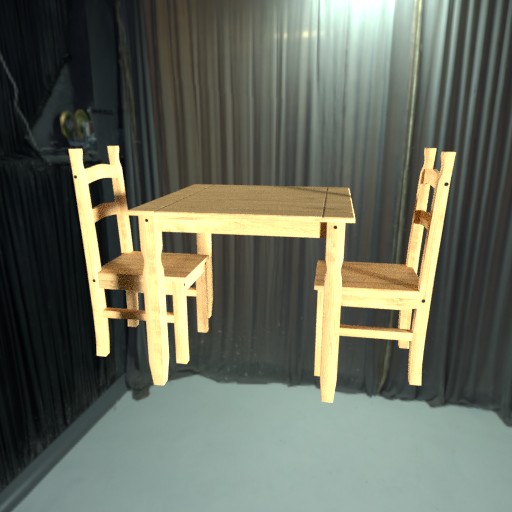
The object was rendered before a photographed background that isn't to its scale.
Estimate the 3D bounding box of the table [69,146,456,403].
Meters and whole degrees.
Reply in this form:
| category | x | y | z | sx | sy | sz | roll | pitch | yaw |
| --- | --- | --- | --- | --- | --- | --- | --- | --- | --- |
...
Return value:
| category | x | y | z | sx | sy | sz | roll | pitch | yaw |
| --- | --- | --- | --- | --- | --- | --- | --- | --- | --- |
| table | 0.000 | 0.000 | 1.996 | 1.501 | 0.942 | 0.813 | 3 | 16 | 10 |
